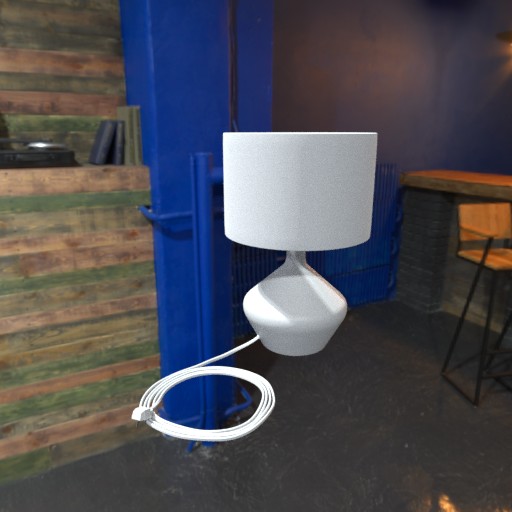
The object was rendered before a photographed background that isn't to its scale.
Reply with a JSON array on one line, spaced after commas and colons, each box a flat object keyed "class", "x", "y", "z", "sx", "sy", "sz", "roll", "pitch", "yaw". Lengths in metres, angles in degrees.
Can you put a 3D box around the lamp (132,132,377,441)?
[{"class": "lamp", "x": 0.000, "y": 0.000, "z": 0.857, "sx": 0.546, "sy": 0.457, "sz": 0.401, "roll": -8, "pitch": 18, "yaw": -26}]
